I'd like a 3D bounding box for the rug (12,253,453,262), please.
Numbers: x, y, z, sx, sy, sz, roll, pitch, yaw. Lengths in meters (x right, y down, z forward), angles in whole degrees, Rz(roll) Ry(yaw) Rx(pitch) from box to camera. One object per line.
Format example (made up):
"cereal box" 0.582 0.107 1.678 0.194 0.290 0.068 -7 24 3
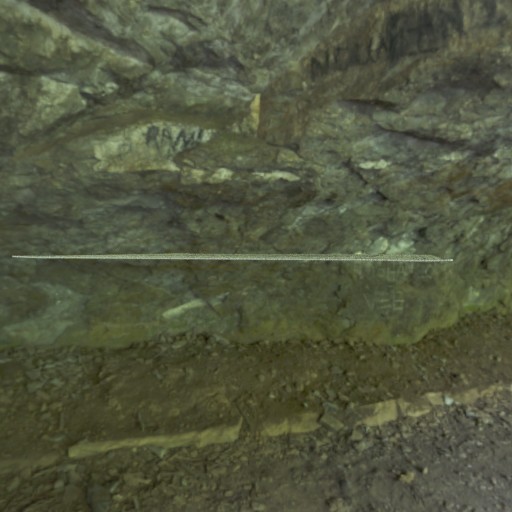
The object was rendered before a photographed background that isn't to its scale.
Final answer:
"rug" 0.000 0.000 3.996 3.069 0.026 2.451 0 1 19
